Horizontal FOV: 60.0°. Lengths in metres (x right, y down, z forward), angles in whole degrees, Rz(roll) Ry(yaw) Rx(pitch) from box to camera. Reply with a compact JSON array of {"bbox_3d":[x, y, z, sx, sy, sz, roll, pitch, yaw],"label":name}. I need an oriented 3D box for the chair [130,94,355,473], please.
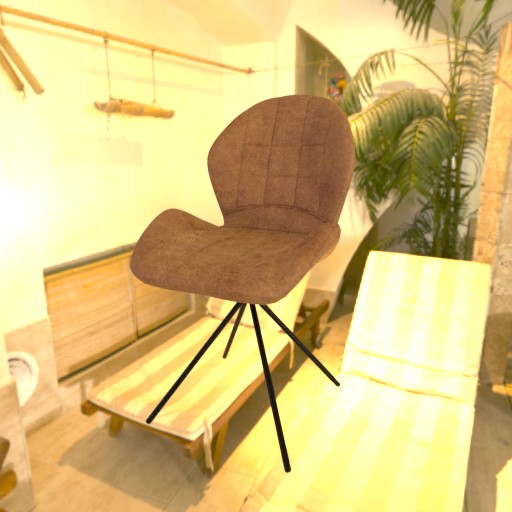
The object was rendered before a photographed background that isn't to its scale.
[{"bbox_3d":[0.000,0.000,1.289,0.527,0.929,0.640,7,17,25],"label":"chair"}]
